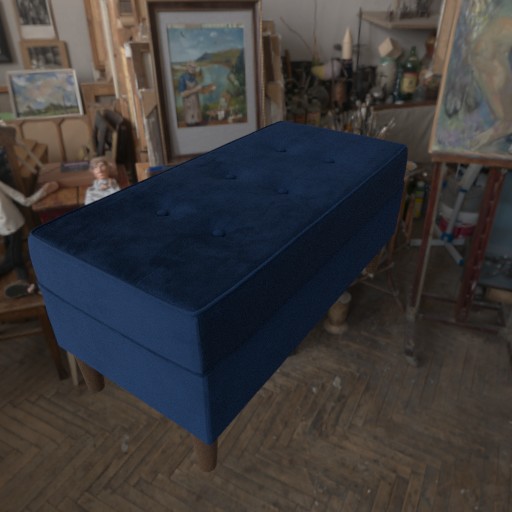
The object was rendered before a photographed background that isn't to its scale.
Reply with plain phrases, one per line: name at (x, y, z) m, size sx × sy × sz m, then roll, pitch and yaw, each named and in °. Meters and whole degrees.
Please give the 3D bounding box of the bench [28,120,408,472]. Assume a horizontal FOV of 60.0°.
bench at (0.000, 0.000, 1.253) m, size 0.489 × 0.467 × 1.010 m, roll 21°, pitch 38°, yaw 29°
